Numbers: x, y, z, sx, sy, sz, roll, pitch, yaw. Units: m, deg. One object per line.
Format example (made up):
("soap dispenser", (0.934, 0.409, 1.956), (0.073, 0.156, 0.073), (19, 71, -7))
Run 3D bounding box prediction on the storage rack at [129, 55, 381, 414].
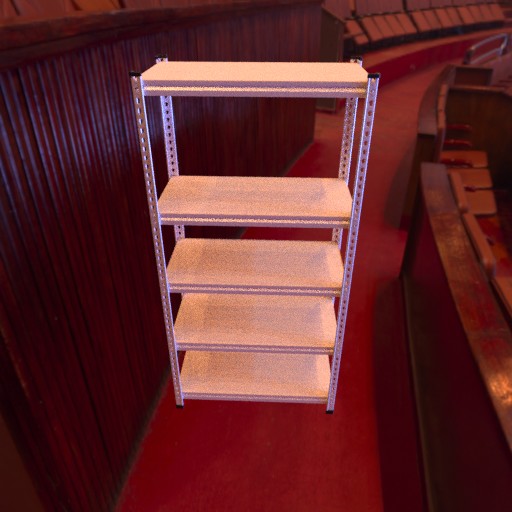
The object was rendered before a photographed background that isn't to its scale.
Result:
("storage rack", (0.000, 0.000, 2.271), (0.914, 1.829, 0.457), (1, 32, 2))
